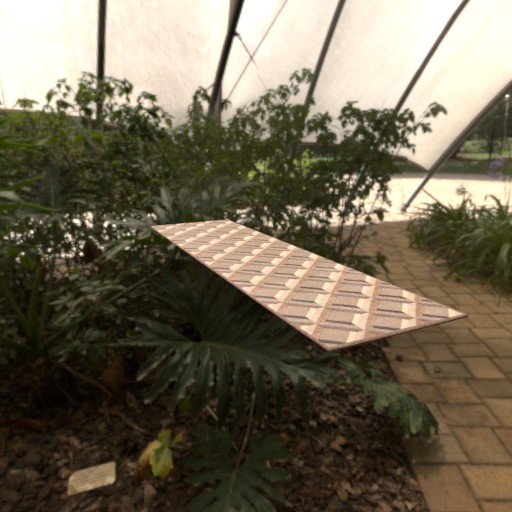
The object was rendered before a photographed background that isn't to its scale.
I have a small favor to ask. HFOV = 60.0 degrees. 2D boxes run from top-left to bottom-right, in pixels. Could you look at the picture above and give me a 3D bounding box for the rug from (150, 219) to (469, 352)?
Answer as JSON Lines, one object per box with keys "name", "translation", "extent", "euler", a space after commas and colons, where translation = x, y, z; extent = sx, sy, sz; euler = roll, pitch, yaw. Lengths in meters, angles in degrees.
{"name": "rug", "translation": [0.000, 0.000, 2.676], "extent": [0.685, 0.013, 2.437], "euler": [-7, 16, -26]}
